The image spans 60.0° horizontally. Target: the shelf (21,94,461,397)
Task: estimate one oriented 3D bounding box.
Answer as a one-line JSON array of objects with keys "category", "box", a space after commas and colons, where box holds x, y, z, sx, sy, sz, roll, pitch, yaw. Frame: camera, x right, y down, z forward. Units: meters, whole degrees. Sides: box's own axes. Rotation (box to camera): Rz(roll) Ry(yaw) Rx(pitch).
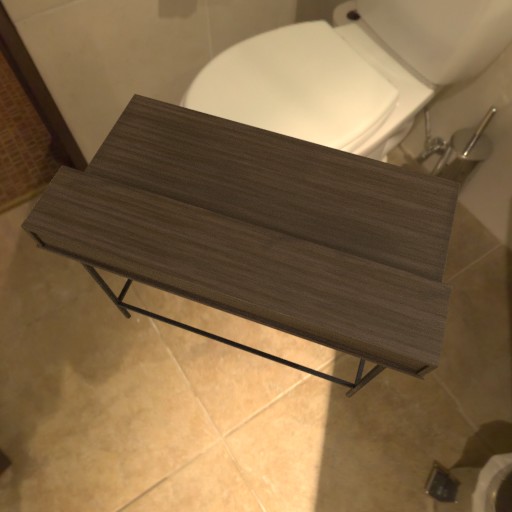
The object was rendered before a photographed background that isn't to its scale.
[{"category": "shelf", "box": [0.000, 0.000, 1.710, 1.212, 0.865, 0.685, 18, 65, 9]}]
